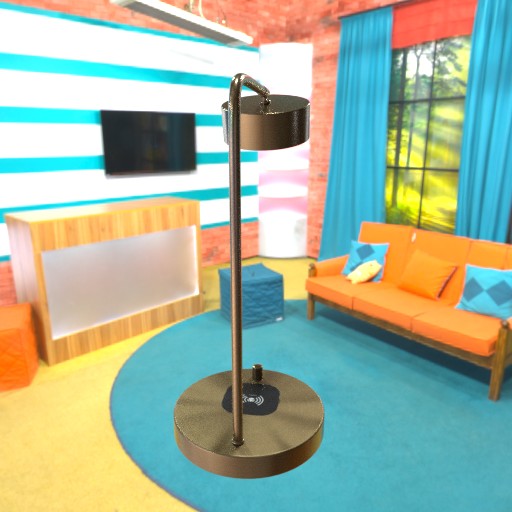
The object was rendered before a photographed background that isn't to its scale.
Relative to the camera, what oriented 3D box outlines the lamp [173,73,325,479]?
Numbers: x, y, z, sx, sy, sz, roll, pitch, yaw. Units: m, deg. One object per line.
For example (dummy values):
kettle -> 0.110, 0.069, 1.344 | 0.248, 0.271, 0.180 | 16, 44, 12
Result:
lamp -> 0.000, 0.000, 0.513 | 0.171, 0.380, 0.270 | 2, 15, 9
